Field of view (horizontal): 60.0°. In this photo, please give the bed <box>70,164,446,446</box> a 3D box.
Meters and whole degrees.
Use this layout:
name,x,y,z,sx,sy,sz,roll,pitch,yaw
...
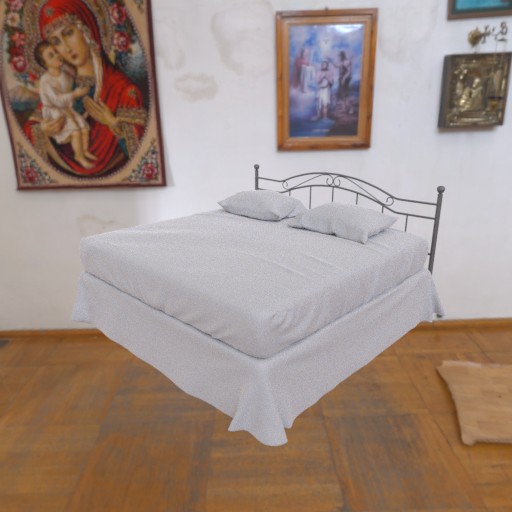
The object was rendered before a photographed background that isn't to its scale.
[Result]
name,x,y,z,sx,sy,sz,roll,pitch,yaw
bed,0.000,0.000,3.503,2.309,1.080,2.220,17,25,41
